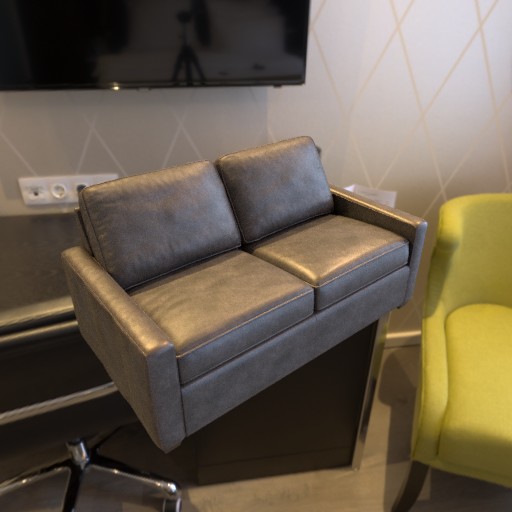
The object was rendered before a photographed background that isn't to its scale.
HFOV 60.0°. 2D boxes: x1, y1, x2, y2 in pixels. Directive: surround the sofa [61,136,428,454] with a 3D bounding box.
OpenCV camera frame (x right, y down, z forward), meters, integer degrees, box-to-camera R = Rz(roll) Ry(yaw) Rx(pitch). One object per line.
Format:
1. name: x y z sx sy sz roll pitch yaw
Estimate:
1. sofa: 0.000 0.000 2.358 1.732 0.916 0.939 -22 37 -32
